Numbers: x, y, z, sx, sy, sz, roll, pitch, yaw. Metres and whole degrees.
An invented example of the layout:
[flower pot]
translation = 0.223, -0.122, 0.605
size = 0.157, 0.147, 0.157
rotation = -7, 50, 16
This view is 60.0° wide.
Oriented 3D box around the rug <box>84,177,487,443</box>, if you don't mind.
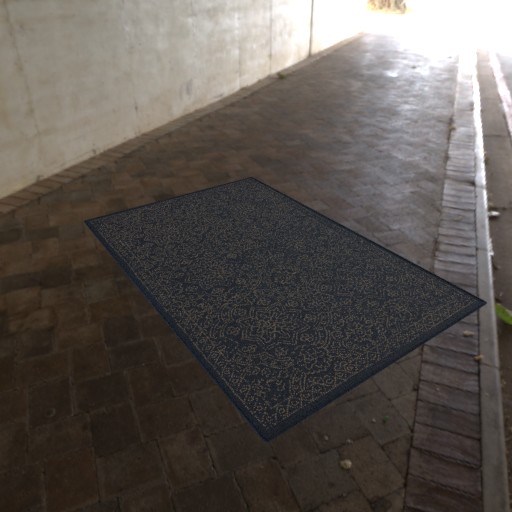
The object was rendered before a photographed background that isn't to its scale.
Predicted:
[rug]
translation = 0.000, 0.000, 2.295
size = 1.219, 0.010, 1.829
rotation = -20, 37, -29
